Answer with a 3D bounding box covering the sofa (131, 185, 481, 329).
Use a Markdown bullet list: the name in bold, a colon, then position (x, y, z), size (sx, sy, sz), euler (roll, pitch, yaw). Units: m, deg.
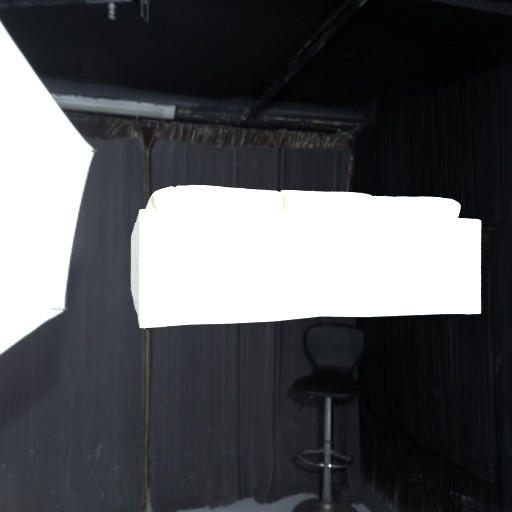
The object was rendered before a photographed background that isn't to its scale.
- **sofa**: position (0.000, 0.000, 4.538), size (2.427, 0.882, 3.460), euler (0, 0, -16)
